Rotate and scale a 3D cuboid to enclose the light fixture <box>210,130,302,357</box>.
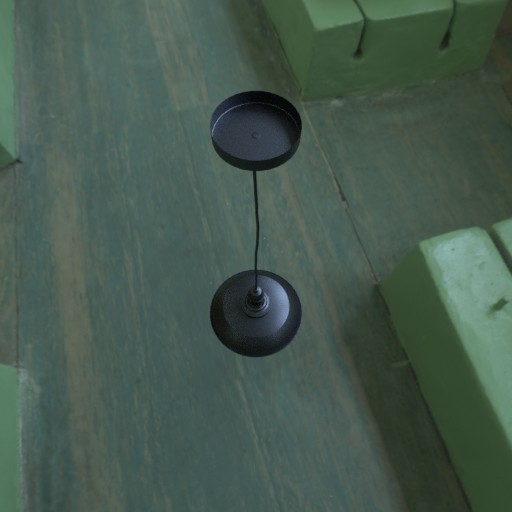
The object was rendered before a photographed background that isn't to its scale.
[{"bbox_3d":[0.000,0.000,1.195,0.331,0.993,0.331,-14,64,-7],"label":"light fixture"}]
